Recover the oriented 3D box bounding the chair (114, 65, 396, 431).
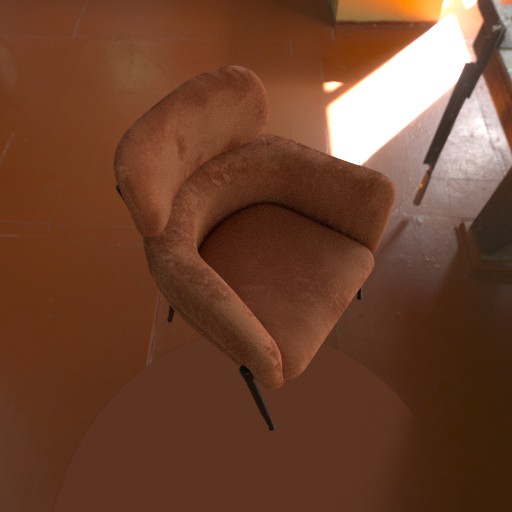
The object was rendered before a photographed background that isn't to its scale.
[{"bbox_3d":[0.000,0.000,1.153,0.523,0.772,0.561,32,64,18],"label":"chair"}]
